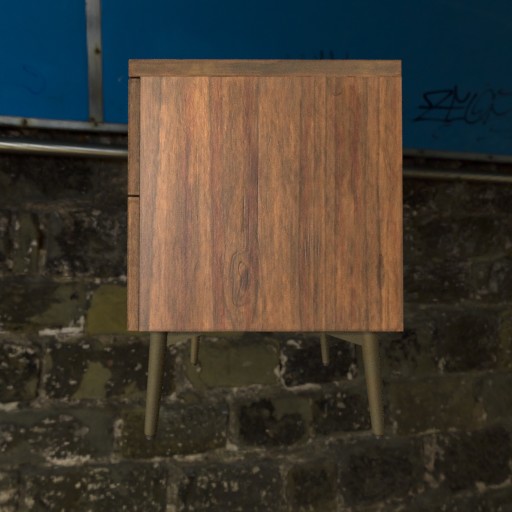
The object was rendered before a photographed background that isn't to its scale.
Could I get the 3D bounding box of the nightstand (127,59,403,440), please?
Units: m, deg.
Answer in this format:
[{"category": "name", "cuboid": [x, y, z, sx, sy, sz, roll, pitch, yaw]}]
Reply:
[{"category": "nightstand", "cuboid": [0.000, 0.000, 1.000, 0.458, 0.610, 0.610, 0, -1, 0]}]
